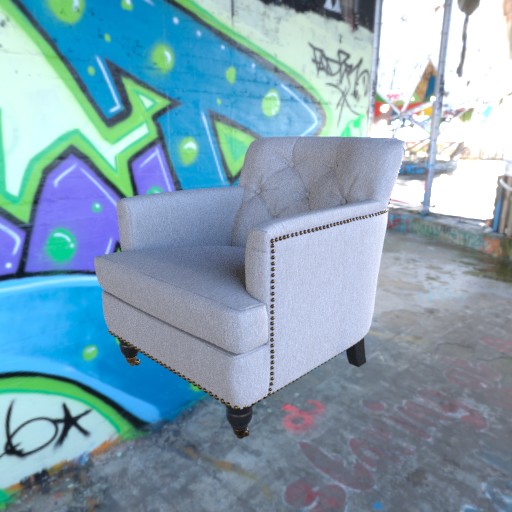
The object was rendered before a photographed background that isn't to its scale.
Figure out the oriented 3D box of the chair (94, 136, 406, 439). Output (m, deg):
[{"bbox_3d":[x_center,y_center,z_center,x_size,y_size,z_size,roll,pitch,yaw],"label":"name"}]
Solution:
[{"bbox_3d":[0.000,0.000,1.581,0.737,0.823,0.902,14,21,42],"label":"chair"}]
